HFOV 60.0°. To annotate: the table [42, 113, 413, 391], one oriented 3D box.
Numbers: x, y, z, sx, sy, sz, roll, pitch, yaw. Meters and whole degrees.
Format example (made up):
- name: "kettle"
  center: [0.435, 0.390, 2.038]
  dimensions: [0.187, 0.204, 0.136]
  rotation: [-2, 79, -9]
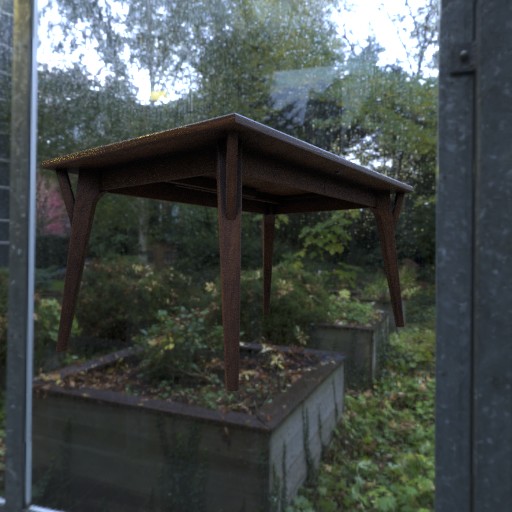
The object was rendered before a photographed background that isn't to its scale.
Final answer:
- name: "table"
  center: [0.000, 0.000, 2.078]
  dimensions: [0.990, 0.761, 1.524]
  rotation: [0, 0, 36]
